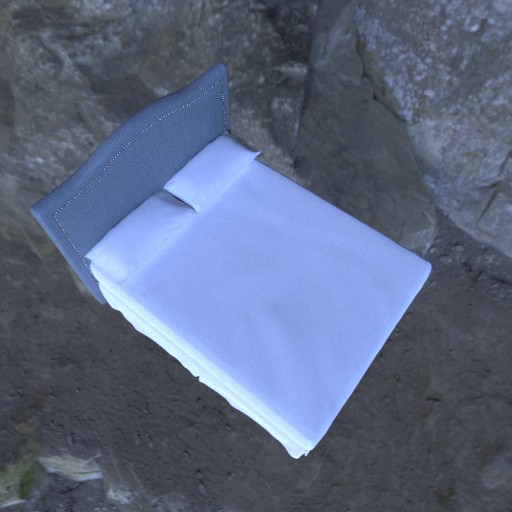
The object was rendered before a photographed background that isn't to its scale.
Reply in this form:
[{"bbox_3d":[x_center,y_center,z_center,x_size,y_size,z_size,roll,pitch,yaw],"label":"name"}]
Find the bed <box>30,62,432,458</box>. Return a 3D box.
[{"bbox_3d":[0.000,0.000,3.214,2.143,1.460,1.753,34,65,18],"label":"bed"}]
